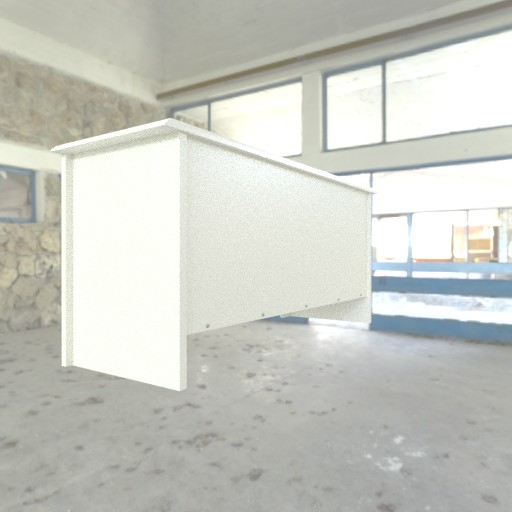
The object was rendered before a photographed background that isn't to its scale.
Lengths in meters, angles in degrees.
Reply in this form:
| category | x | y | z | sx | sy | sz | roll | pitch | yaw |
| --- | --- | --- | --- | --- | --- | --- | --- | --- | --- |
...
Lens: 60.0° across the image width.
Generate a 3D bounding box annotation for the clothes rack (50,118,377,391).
| category | x | y | z | sx | sy | sz | roll | pitch | yaw |
| --- | --- | --- | --- | --- | --- | --- | --- | --- | --- |
| clothes rack | 0.000 | 0.000 | 1.490 | 0.405 | 0.558 | 1.218 | 0 | 0 | 35 |
